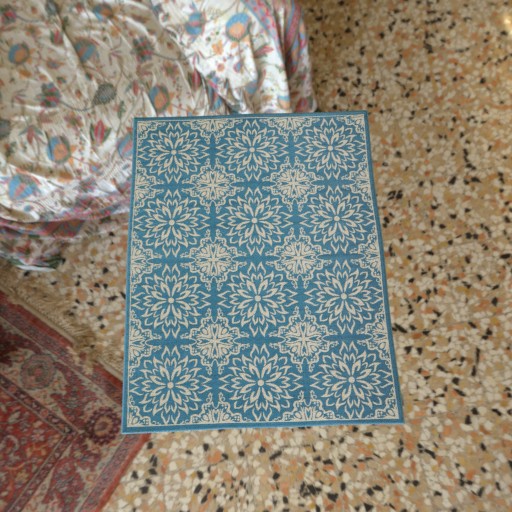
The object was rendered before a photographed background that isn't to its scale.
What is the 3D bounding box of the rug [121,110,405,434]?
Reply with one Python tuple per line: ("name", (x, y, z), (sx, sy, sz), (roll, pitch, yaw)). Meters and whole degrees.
("rug", (0.000, 0.000, 4.043), (2.350, 0.018, 2.964), (-2, 74, -1))
